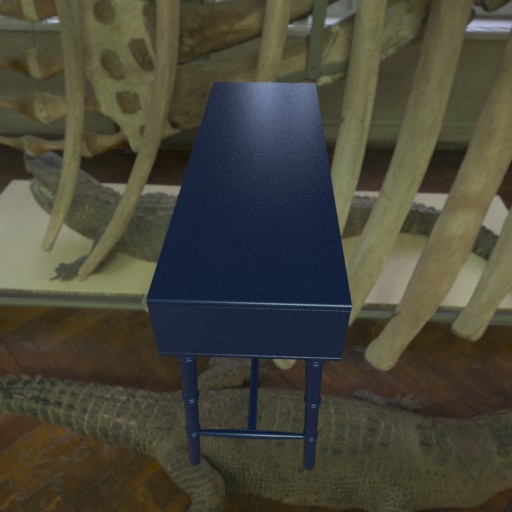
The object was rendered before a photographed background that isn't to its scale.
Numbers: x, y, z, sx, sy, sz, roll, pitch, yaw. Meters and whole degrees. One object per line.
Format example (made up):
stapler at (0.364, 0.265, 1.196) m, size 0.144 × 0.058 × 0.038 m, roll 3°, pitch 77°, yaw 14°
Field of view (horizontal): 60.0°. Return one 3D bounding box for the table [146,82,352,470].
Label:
table at (0.000, 0.000, 1.480) m, size 0.399 × 0.749 × 1.118 m, roll 2°, pitch 41°, yaw 2°
